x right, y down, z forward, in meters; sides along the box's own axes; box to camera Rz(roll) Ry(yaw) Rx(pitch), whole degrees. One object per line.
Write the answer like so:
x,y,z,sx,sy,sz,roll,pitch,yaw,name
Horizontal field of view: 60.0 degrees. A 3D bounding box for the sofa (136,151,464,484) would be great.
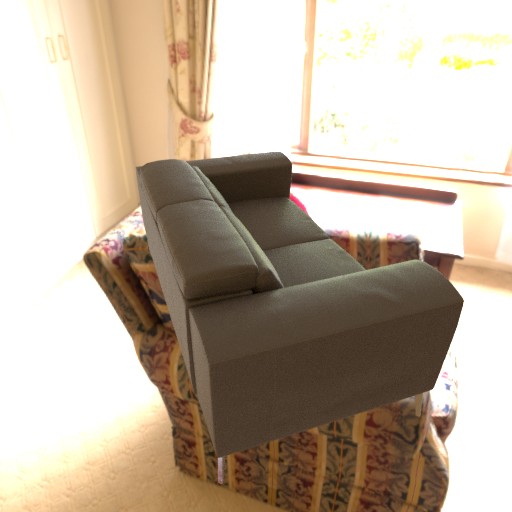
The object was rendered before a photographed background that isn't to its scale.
0.000,0.000,2.362,1.003,0.779,1.895,-11,33,-17,sofa
